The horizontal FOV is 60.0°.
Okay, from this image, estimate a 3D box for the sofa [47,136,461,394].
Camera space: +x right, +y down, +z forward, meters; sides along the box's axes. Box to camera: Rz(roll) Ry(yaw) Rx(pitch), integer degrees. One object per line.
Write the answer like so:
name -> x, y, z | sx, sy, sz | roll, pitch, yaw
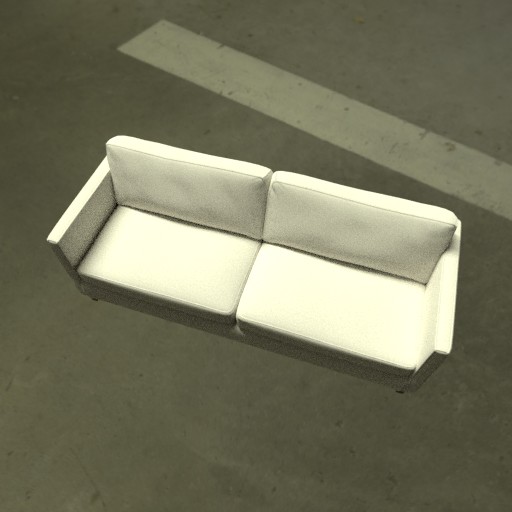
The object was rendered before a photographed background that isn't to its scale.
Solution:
sofa -> 0.000, 0.000, 2.878 | 2.361, 0.962, 0.951 | 15, 57, 10
